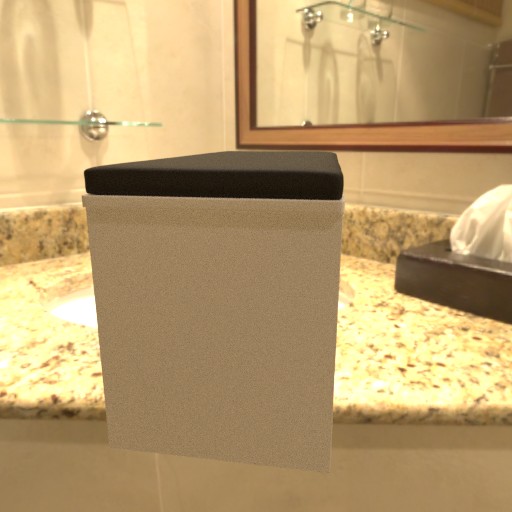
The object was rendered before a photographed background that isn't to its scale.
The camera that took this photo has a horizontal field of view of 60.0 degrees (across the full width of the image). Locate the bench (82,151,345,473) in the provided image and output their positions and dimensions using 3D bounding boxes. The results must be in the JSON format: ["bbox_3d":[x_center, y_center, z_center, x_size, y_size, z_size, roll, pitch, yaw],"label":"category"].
[{"bbox_3d":[0.000,0.000,1.131,0.401,0.500,0.899,2,15,9],"label":"bench"}]
